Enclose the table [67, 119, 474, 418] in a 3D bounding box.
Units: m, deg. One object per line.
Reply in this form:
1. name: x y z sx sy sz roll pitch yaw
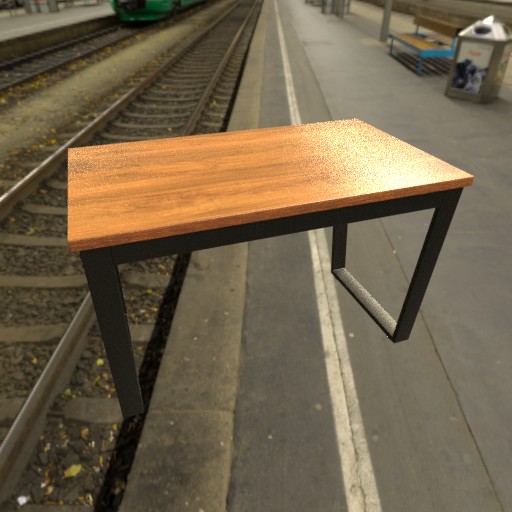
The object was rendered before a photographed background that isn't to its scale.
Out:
1. table: 0.000 0.000 1.708 1.205 0.760 0.714 -11 34 -17
